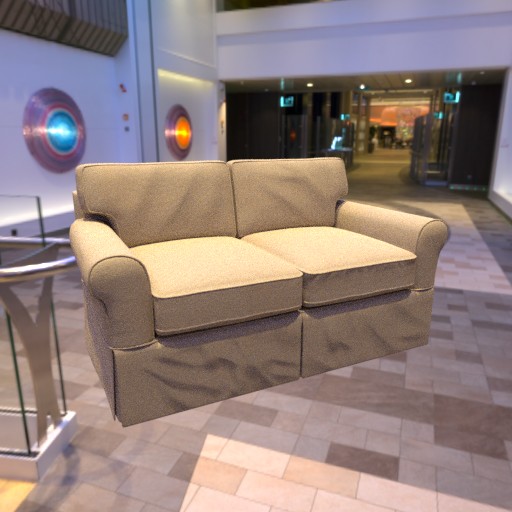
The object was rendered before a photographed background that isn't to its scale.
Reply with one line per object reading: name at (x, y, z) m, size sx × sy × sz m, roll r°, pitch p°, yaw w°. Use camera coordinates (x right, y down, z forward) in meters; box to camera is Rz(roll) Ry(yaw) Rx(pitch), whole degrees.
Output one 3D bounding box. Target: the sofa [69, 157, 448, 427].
sofa at (0.000, 0.000, 2.297) m, size 1.727 × 0.940 × 0.991 m, roll -7°, pitch 17°, yaw -25°
